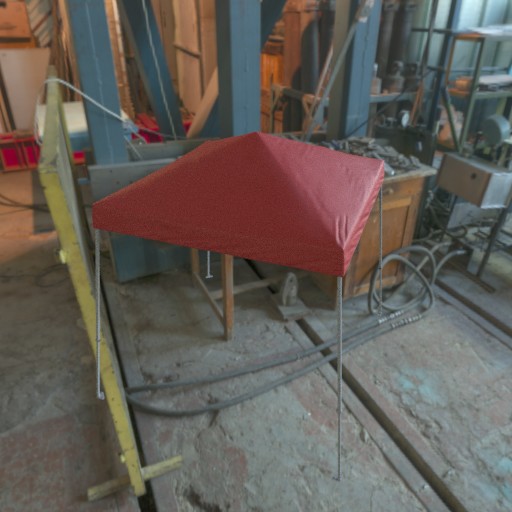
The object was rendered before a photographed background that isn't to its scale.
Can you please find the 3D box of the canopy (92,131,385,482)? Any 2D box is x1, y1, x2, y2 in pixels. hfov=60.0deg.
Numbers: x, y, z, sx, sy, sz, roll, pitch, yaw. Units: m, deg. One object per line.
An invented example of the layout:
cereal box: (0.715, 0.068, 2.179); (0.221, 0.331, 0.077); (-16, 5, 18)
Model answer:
canopy: (0.000, 0.000, 6.465); (3.599, 3.600, 3.600); (11, 32, 18)
